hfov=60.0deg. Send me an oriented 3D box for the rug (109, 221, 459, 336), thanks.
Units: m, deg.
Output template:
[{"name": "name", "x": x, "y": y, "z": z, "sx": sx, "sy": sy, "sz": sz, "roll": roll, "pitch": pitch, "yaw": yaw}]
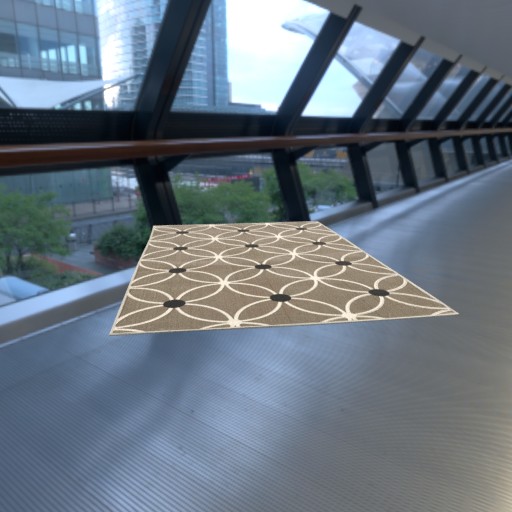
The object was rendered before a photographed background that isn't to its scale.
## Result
[{"name": "rug", "x": 0.000, "y": 0.000, "z": 2.960, "sx": 1.522, "sy": 0.008, "sz": 2.284, "roll": -2, "pitch": 15, "yaw": -8}]
